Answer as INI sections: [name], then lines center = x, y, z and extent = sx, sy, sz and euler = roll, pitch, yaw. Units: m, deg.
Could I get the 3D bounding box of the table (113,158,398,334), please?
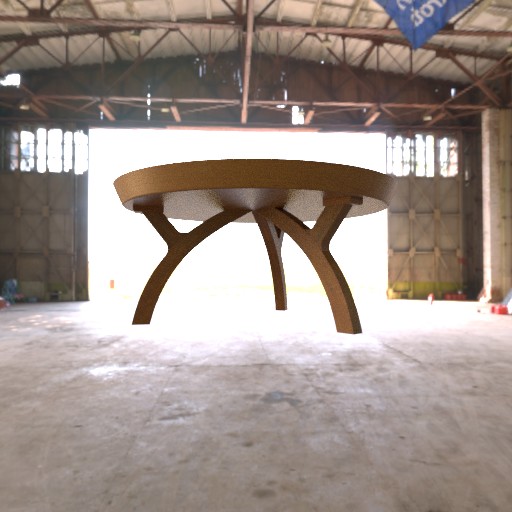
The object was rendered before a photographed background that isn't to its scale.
[table]
center = 0.000, 0.000, 1.616
extent = 1.016, 0.470, 1.016
euler = 0, -1, 0
